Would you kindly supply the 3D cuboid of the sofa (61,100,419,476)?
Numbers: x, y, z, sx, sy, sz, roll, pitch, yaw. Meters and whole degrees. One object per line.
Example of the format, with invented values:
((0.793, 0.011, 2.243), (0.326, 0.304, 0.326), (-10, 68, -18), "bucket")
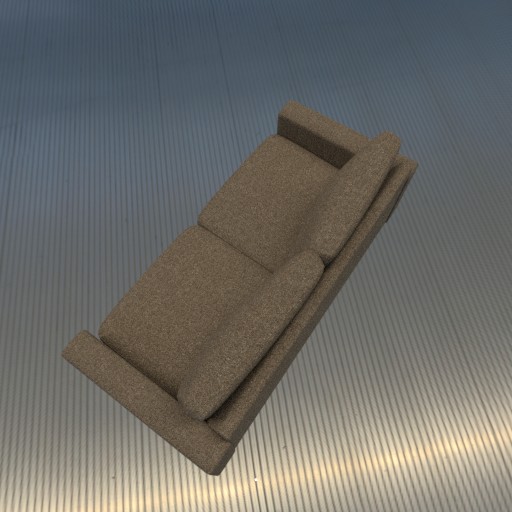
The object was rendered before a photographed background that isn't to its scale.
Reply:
((0.000, 0.000, 2.650), (1.016, 0.873, 2.179), (32, 68, 15), "sofa")
